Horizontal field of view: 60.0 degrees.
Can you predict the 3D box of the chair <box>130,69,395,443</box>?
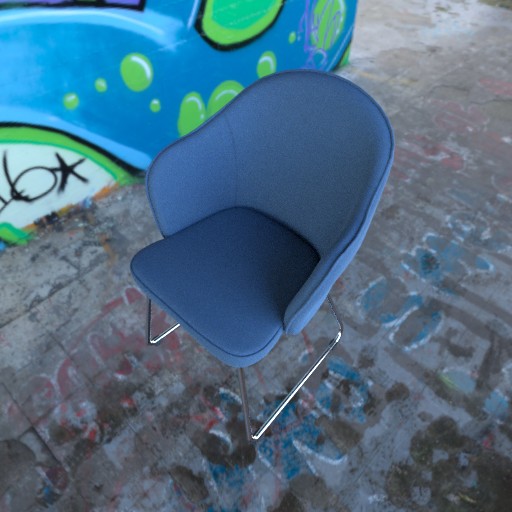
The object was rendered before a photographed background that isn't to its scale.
[{"bbox_3d":[0.000,0.000,1.211,0.570,0.815,0.585,34,56,28],"label":"chair"}]
